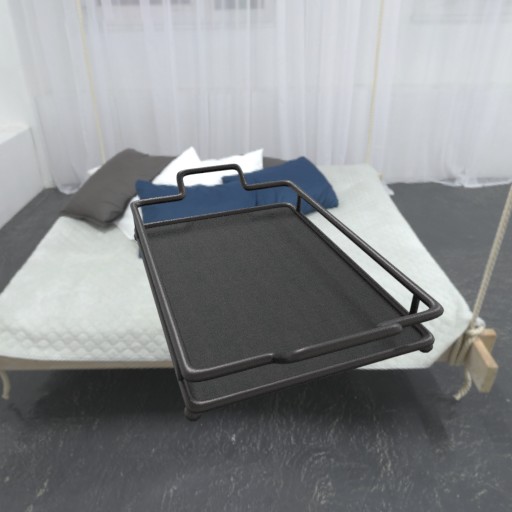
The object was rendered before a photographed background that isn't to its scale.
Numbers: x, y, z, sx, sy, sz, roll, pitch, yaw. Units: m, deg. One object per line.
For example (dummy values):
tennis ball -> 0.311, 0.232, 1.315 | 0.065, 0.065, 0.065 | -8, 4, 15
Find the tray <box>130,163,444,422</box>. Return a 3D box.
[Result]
tray -> 0.000, 0.000, 0.619 | 0.297, 0.101, 0.495 | -11, 32, -17
